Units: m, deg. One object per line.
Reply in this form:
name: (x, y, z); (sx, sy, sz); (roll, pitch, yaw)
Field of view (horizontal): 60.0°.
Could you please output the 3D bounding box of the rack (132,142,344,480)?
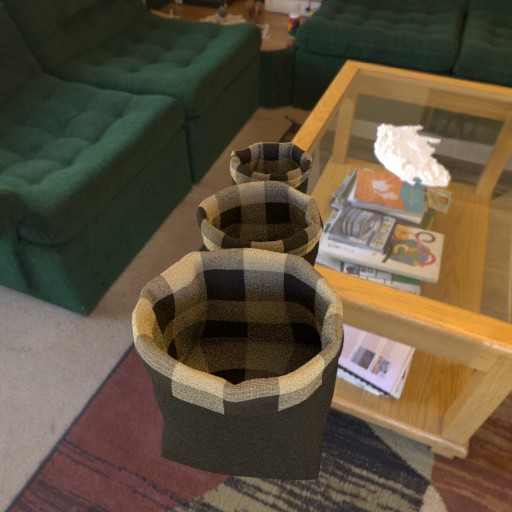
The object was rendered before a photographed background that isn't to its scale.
rack: (0.000, 0.000, 1.052); (0.370, 0.329, 0.889); (4, 46, 4)
